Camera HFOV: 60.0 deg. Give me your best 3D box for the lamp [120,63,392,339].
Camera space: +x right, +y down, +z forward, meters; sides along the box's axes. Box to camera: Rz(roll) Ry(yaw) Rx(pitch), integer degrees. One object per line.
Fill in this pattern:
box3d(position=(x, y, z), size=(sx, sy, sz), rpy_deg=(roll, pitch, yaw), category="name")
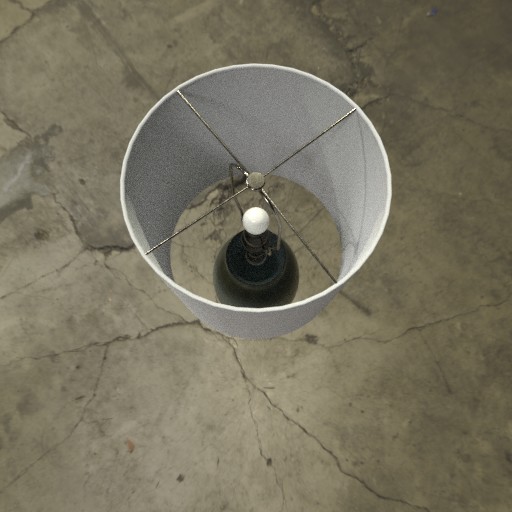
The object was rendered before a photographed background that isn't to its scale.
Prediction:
box3d(position=(0.000, 0.000, 0.571), size=(0.217, 0.453, 0.217), rpy_deg=(-36, 77, -10), category="lamp")
